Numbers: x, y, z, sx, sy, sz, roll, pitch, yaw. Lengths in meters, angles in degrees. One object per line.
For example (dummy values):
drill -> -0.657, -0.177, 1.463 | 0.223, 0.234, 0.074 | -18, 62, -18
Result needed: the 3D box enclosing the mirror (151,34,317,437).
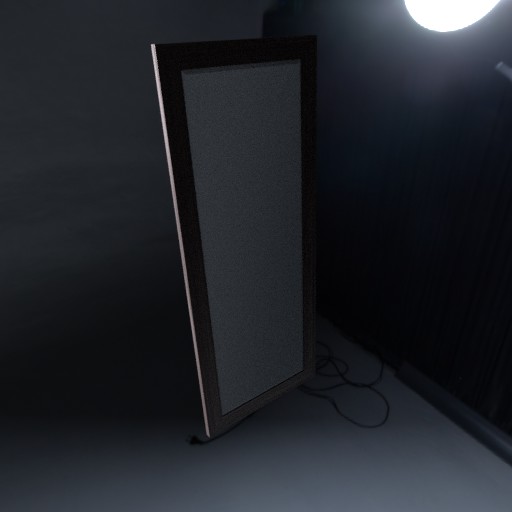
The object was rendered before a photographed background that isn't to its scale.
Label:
mirror -> 0.000, 0.000, 2.300 | 0.812, 2.020, 0.221 | -20, 36, -30
